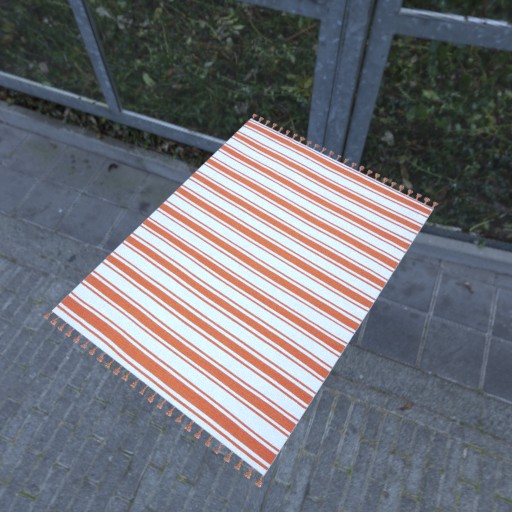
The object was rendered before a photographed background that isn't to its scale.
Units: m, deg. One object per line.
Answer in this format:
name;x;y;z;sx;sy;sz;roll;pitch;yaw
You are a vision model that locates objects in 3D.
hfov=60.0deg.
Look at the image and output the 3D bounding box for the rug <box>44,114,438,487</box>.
rug;0.000;0.000;4.452;2.451;0.035;3.369;31;64;18
